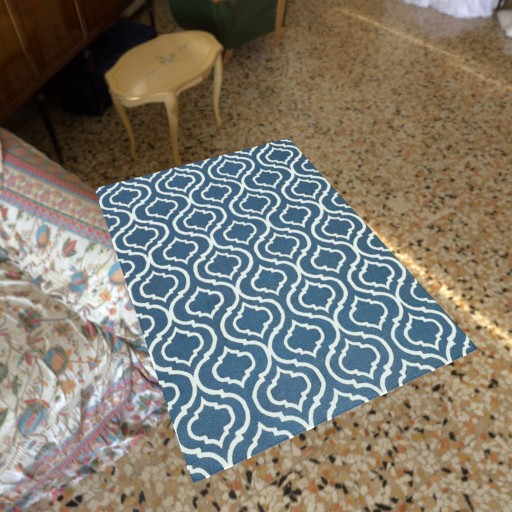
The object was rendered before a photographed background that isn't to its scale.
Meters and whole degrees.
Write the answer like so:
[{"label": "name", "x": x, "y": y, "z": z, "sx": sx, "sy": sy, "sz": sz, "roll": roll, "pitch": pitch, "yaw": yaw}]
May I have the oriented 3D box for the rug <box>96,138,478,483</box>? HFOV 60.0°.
[{"label": "rug", "x": 0.000, "y": 0.000, "z": 4.281, "sx": 2.438, "sy": 0.010, "sz": 3.353, "roll": -19, "pitch": 50, "yaw": -16}]
